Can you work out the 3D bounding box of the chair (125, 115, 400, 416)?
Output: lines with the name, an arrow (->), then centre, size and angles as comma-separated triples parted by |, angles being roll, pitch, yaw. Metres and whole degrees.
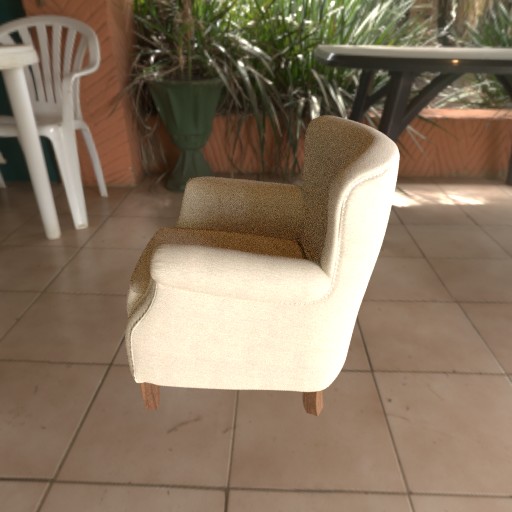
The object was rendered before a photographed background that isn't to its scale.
chair -> 0.000, 0.000, 1.699 | 0.921, 0.936, 0.861 | 0, 27, 1
